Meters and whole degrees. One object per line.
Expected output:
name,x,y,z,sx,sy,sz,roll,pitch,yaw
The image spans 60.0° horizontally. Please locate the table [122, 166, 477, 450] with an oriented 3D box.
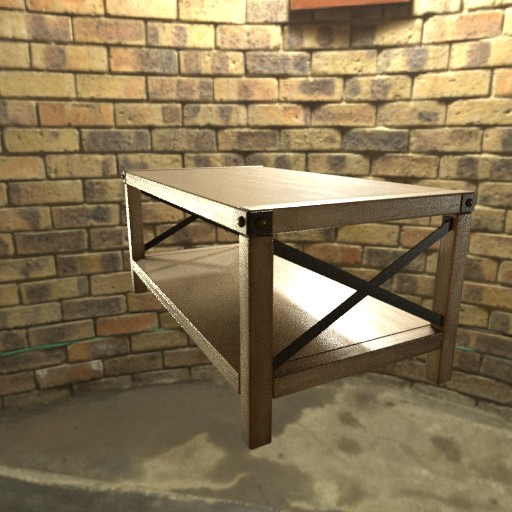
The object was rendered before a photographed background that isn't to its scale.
table,0.000,0.000,1.312,0.559,0.456,1.016,-8,17,-26
